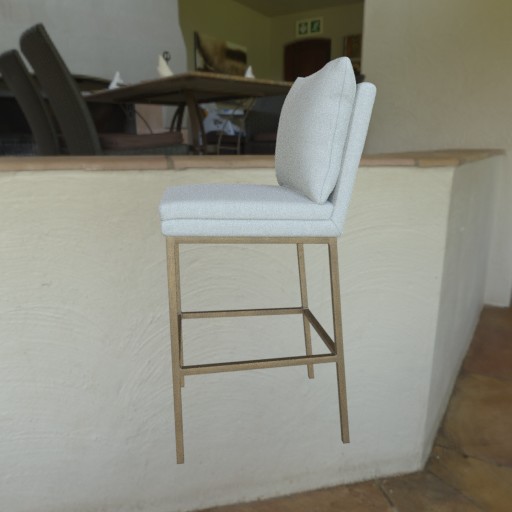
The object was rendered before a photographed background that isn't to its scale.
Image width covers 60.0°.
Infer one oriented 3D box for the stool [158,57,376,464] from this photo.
[{"bbox_3d":[0.000,0.000,1.419,0.572,1.125,0.463,-2,15,-9],"label":"stool"}]
